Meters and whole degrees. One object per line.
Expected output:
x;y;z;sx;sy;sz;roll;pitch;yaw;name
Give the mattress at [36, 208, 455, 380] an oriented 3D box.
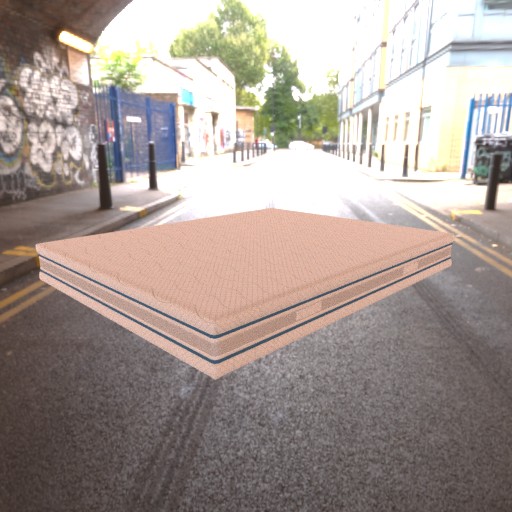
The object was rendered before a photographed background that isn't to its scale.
0.000;0.000;2.713;1.600;0.230;2.000;14;20;43;mattress
